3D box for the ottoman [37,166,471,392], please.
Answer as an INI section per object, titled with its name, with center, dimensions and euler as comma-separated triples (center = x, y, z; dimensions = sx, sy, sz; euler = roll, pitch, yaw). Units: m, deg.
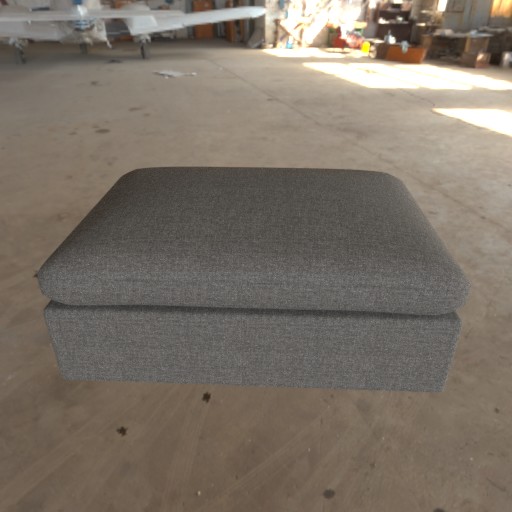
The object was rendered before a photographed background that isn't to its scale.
[ottoman]
center = 0.000, 0.000, 1.393
dimensions = 1.041, 0.483, 0.711
euler = 1, 30, 2
